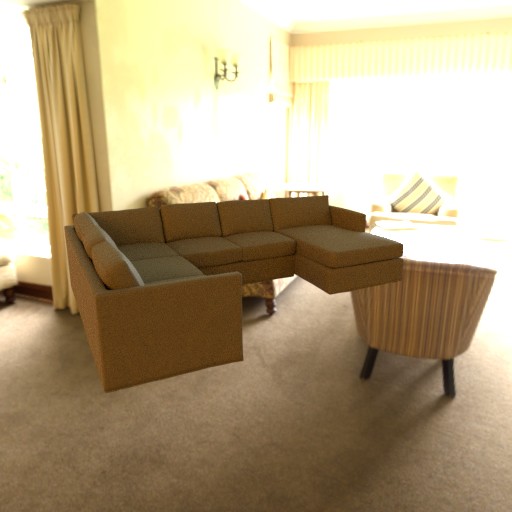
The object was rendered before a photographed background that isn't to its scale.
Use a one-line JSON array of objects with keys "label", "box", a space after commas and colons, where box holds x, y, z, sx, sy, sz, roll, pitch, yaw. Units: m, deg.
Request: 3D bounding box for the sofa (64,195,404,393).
[{"label": "sofa", "box": [0.000, 0.000, 4.585, 3.460, 0.882, 2.427, -8, 17, -26]}]
